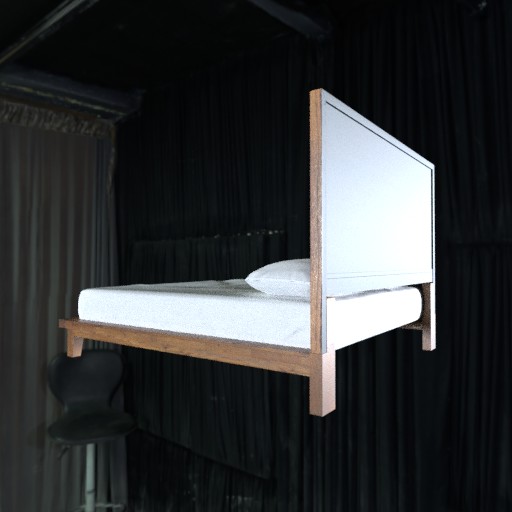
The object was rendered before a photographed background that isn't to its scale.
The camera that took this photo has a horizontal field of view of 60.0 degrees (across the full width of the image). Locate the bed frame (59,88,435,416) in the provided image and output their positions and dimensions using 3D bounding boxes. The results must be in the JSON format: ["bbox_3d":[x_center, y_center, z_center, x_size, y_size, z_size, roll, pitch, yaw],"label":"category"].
[{"bbox_3d":[0.000,0.000,3.552,2.235,1.537,2.038,-1,-1,36],"label":"bed frame"}]
